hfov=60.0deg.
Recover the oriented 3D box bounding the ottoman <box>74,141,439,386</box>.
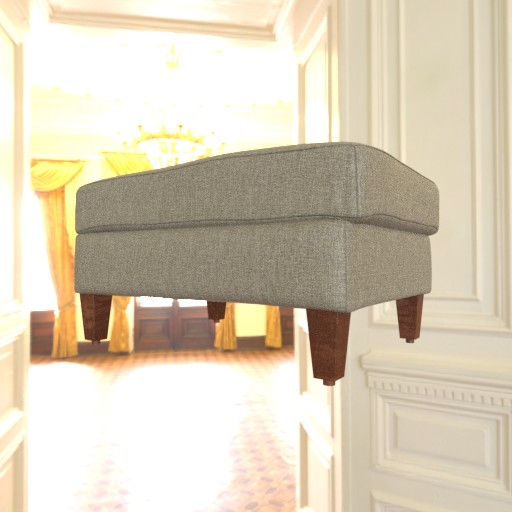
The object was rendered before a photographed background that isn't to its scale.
[{"bbox_3d":[0.000,0.000,1.256,0.873,0.494,0.639,0,-1,35],"label":"ottoman"}]
